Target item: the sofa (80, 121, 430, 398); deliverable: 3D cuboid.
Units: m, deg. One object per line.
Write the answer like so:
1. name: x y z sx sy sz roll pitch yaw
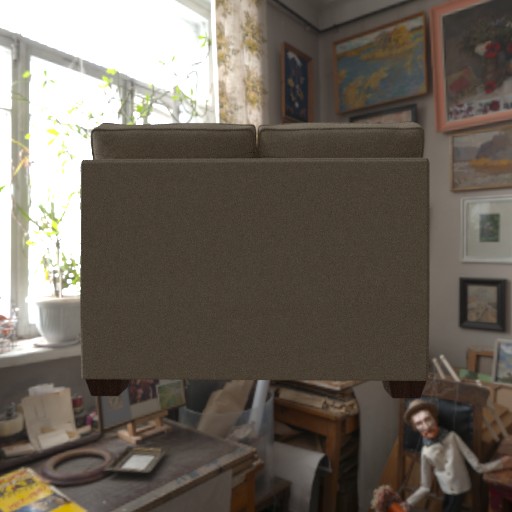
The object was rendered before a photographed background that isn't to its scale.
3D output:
1. sofa: 0.000 0.000 2.008 1.237 1.008 0.951 0 0 1
